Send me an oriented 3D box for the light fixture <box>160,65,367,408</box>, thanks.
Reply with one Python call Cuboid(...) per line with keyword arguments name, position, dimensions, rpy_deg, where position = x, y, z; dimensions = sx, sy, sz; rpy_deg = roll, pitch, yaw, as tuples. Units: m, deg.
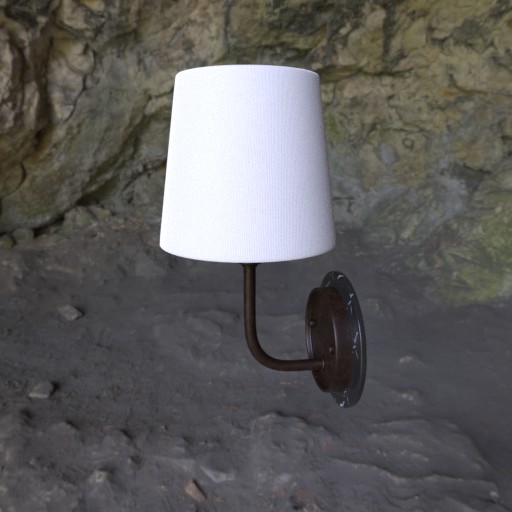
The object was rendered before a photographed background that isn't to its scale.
Cuboid(name="light fixture", position=(0.000, 0.000, 0.446), dimensions=(0.188, 0.337, 0.168), rpy_deg=(-2, 14, -9))
